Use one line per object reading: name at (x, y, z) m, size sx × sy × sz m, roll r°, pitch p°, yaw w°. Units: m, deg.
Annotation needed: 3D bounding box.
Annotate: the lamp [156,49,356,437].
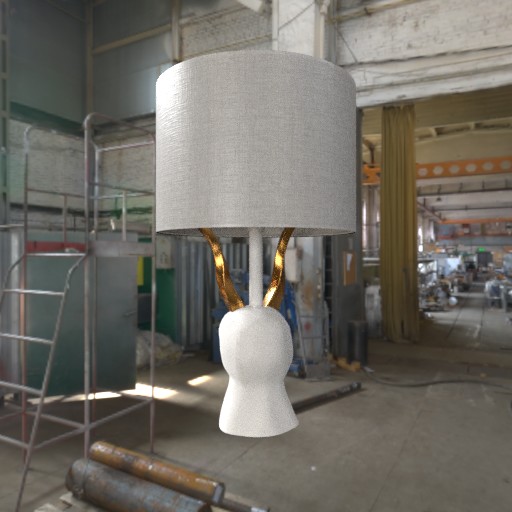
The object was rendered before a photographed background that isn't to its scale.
lamp at (0.000, 0.000, 0.677) m, size 0.298 × 0.503 × 0.298 m, roll 0°, pitch 0°, yaw -17°
